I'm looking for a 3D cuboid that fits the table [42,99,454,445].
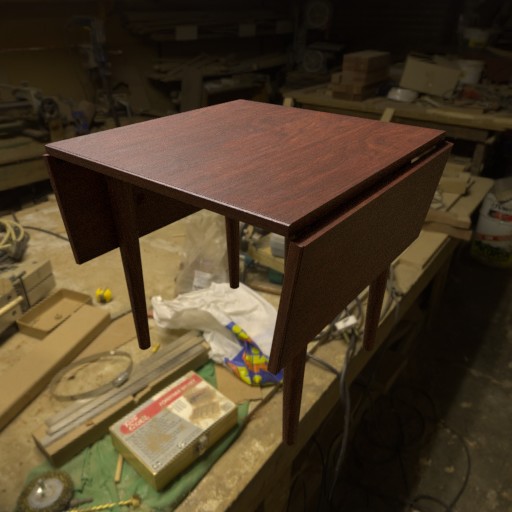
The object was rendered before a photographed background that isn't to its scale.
[{"bbox_3d":[0.000,0.000,1.425,0.843,0.763,0.812,21,36,33],"label":"table"}]
